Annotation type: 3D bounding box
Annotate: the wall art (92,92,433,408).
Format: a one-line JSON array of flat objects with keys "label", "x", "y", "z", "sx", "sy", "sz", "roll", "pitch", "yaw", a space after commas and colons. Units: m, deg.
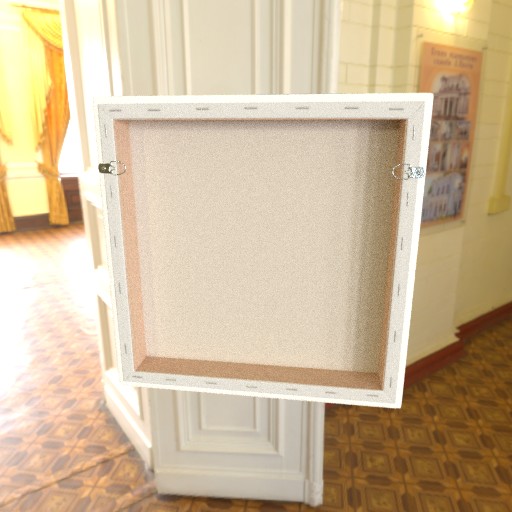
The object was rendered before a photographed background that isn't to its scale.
[{"label": "wall art", "x": 0.000, "y": 0.000, "z": 0.445, "sx": 0.303, "sy": 0.304, "sz": 0.036, "roll": 2, "pitch": 16, "yaw": 8}]
